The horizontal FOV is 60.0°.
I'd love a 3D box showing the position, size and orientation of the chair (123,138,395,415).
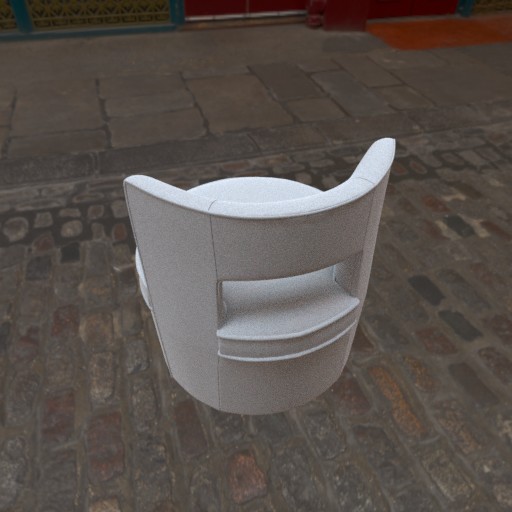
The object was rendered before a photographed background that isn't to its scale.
[{"bbox_3d":[0.000,0.000,1.247,0.650,0.723,0.665,-11,42,-13],"label":"chair"}]
